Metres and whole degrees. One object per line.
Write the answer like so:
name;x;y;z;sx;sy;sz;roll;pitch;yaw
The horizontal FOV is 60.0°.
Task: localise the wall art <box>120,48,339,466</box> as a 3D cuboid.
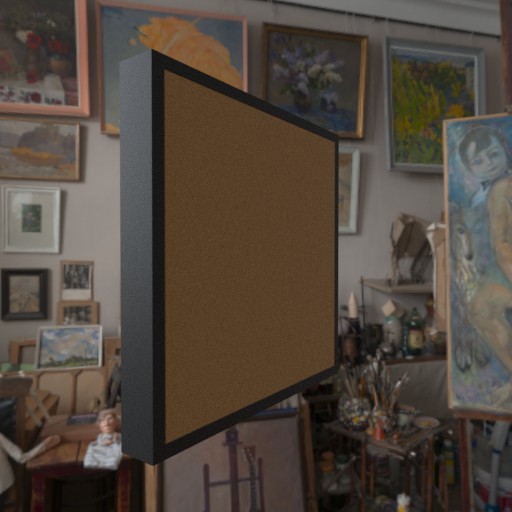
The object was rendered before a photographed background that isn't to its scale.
wall art;0.000;0.000;0.455;0.038;0.304;0.304;1;1;36
